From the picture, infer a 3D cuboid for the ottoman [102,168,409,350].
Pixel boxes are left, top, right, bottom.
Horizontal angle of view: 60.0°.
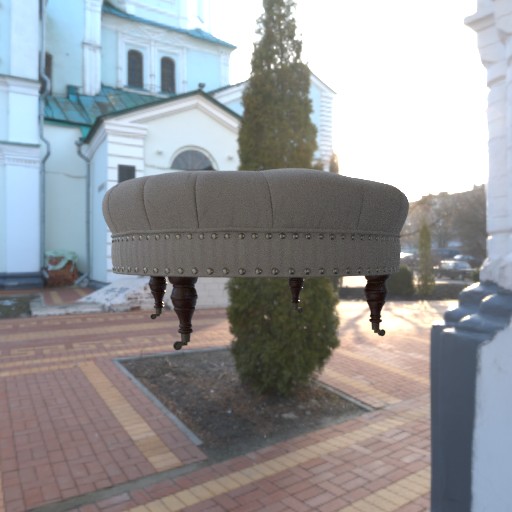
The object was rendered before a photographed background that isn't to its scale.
[{"bbox_3d":[0.000,0.000,1.372,0.901,0.439,0.901,0,0,0],"label":"ottoman"}]
